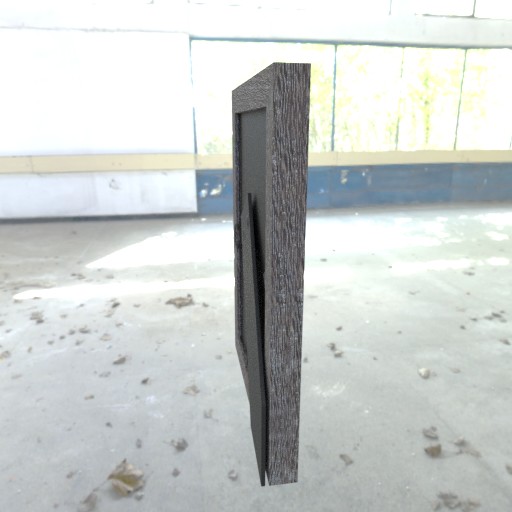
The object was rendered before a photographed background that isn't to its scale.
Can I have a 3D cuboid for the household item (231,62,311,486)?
[{"bbox_3d":[0.000,0.000,0.285,0.020,0.210,0.160,-3,17,-9],"label":"household item"}]
